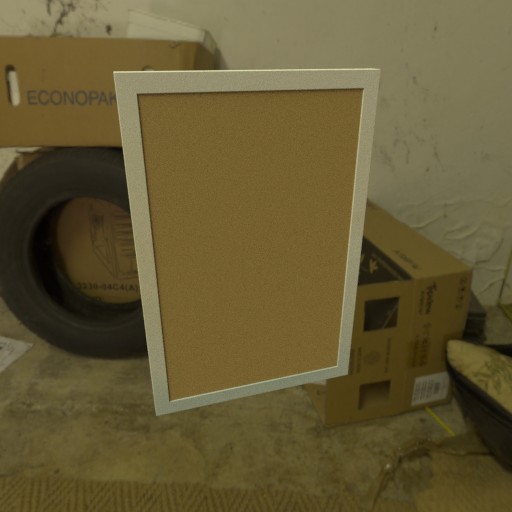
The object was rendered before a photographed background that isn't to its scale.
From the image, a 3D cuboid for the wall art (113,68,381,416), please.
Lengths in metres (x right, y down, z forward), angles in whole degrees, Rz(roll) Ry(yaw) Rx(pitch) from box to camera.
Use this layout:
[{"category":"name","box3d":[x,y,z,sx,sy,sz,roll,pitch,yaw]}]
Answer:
[{"category":"wall art","box3d":[0.000,0.000,1.183,0.612,0.915,0.039,-7,26,-16]}]
